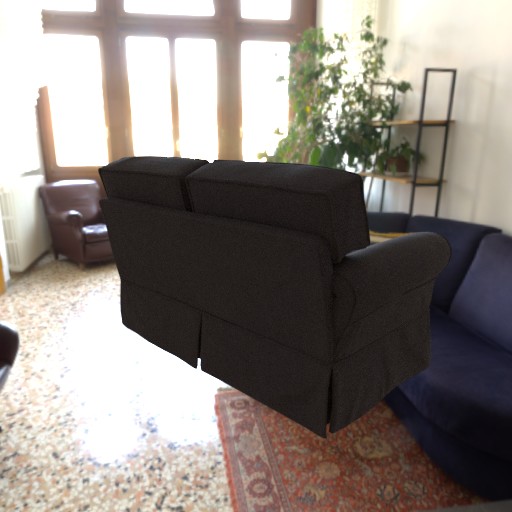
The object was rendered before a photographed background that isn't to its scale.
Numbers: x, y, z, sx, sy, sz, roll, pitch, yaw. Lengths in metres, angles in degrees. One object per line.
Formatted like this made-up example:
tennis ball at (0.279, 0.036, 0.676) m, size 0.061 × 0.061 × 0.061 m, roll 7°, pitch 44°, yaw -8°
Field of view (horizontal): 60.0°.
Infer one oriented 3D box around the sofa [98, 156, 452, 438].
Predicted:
sofa at (0.000, 0.000, 2.423) m, size 1.801 × 1.059 × 0.997 m, roll 14°, pitch 21°, yaw 42°
